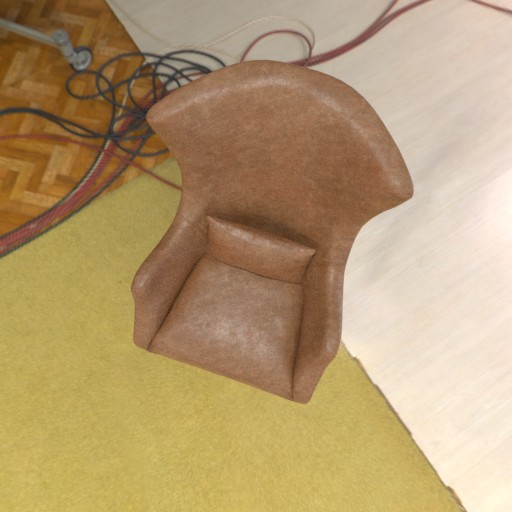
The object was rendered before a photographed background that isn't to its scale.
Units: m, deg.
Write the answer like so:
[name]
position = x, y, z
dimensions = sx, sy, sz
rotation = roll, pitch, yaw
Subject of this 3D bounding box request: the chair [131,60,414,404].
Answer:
[chair]
position = 0.000, 0.000, 1.743
dimensions = 0.846, 1.067, 0.955
rotation = 18, 75, 5
